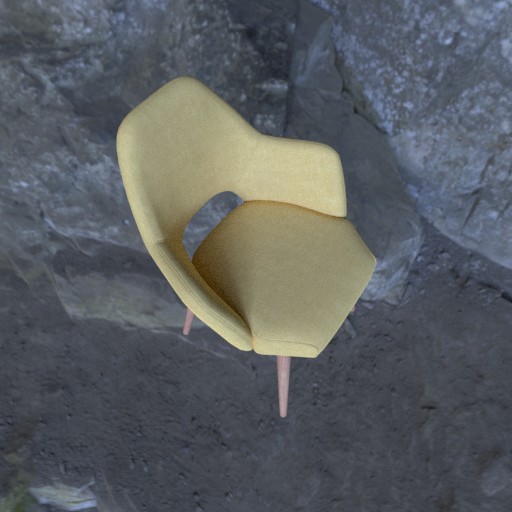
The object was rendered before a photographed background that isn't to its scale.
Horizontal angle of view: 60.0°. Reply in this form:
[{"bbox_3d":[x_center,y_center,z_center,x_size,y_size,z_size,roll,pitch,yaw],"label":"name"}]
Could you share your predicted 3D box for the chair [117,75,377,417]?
[{"bbox_3d":[0.000,0.000,1.271,0.610,0.840,0.590,31,63,18],"label":"chair"}]
